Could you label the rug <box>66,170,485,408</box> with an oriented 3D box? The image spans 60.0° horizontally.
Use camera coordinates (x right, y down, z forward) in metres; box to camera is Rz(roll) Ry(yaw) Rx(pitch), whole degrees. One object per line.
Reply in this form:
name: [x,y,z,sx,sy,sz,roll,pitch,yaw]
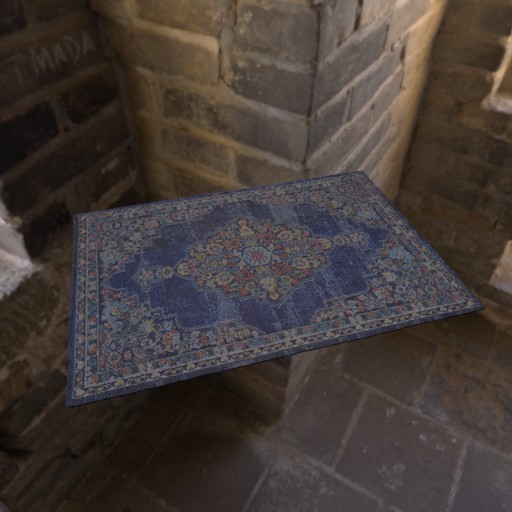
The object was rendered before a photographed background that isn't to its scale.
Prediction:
rug: [0.000,0.000,3.683,2.940,0.011,2.053,-11,42,-12]
